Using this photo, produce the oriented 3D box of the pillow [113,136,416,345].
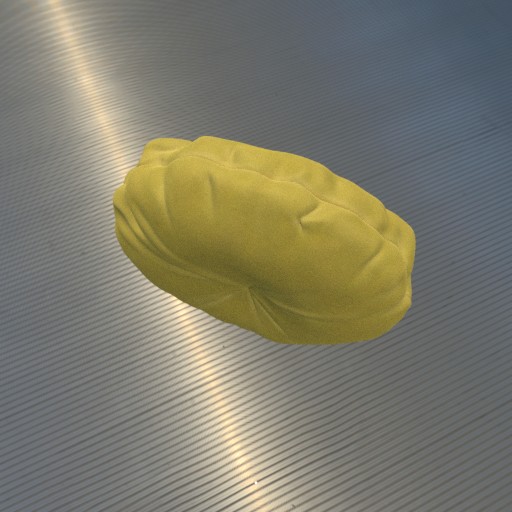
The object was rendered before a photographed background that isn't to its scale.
[{"bbox_3d":[0.000,0.000,0.624,0.428,0.407,0.148,17,64,9],"label":"pillow"}]
